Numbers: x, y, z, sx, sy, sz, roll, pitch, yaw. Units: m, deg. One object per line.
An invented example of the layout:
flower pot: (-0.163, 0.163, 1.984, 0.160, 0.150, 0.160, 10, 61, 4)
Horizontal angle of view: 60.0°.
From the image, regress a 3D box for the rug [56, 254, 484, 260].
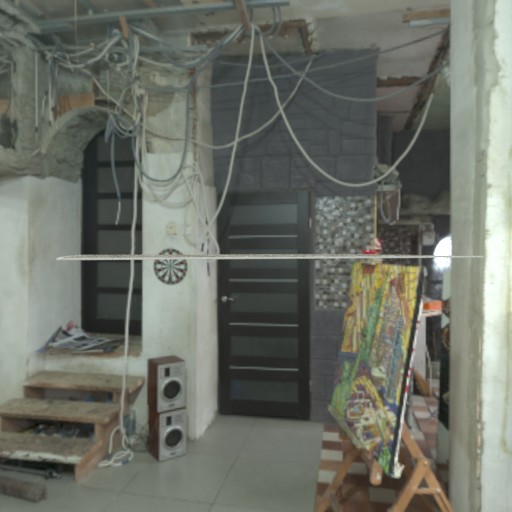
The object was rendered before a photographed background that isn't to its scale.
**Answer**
rug: (0.000, 0.000, 2.918, 2.284, 0.008, 1.522, 0, 1, -19)
